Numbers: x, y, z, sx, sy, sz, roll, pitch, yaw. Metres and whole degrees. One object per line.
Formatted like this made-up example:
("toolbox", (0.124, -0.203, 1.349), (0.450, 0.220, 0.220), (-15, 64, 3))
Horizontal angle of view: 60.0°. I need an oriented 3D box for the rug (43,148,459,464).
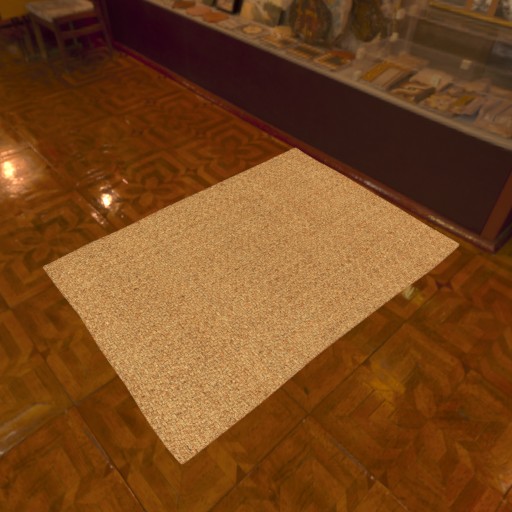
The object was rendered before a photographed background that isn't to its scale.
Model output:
("rug", (0.000, 0.000, 2.787), (2.141, 0.013, 1.566), (-31, 53, -27))
